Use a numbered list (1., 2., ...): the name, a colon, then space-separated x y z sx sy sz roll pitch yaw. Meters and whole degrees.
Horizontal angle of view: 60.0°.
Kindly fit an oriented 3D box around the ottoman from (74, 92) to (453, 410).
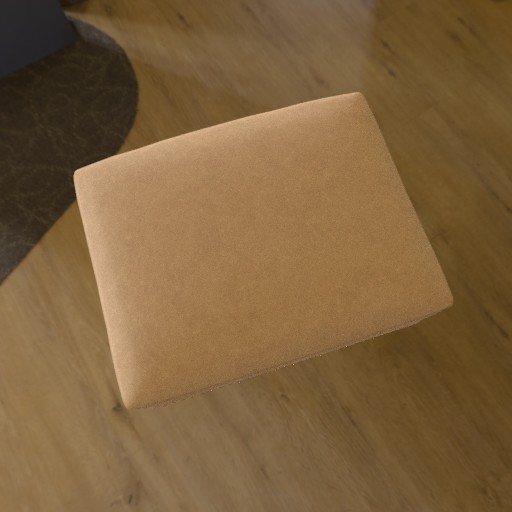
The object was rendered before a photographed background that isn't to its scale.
1. ottoman: 0.000 0.000 1.169 0.741 0.513 0.584 -17 75 -5
